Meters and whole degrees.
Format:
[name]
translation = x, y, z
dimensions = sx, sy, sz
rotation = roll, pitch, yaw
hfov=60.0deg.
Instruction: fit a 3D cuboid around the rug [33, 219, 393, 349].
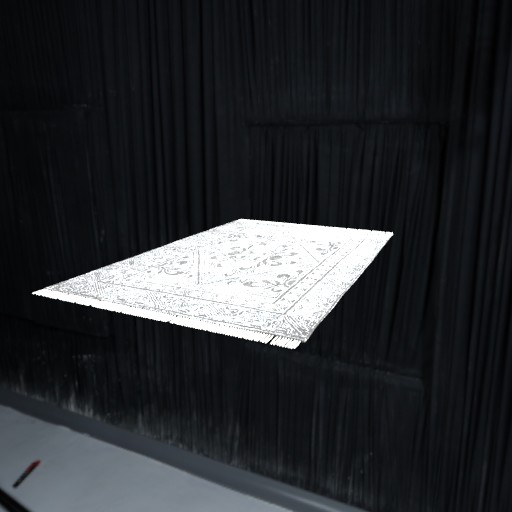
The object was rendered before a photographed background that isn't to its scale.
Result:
[rug]
translation = 0.000, 0.000, 3.133
dimensions = 1.529, 0.010, 2.440
rotation = 7, 17, 24
